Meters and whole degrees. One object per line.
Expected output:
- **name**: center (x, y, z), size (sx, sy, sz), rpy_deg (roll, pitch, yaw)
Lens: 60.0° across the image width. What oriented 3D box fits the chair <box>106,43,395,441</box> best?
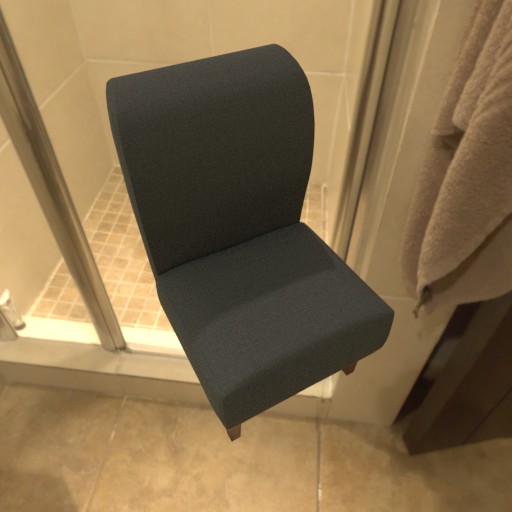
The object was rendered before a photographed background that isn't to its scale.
- **chair**: center (0.000, 0.000, 1.147), size (0.513, 0.804, 0.592), rpy_deg (-23, 50, -21)
